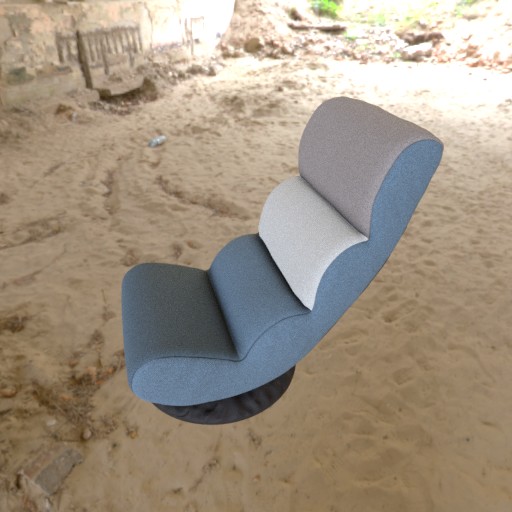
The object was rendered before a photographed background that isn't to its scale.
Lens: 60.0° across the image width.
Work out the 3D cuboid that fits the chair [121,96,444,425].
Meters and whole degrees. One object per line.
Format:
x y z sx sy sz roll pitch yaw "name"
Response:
0.000 0.000 1.059 0.661 0.641 0.420 -9 32 -14 "chair"
